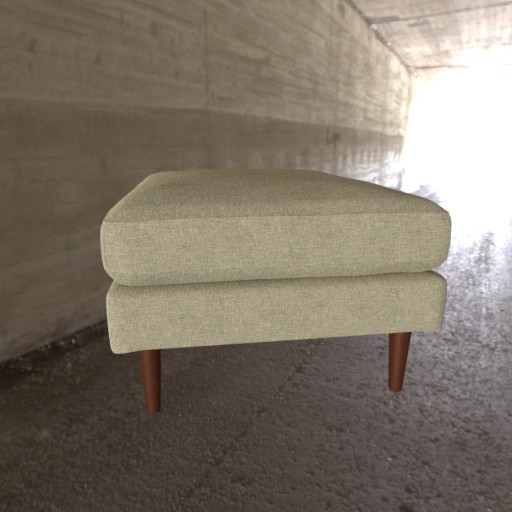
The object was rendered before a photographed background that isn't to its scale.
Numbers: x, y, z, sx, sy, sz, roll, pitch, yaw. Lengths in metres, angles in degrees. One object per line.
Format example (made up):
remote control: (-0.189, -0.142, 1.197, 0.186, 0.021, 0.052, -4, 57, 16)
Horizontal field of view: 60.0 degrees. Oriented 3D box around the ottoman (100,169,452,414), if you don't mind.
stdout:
ottoman: (0.000, 0.000, 1.257, 0.693, 0.474, 0.821, -2, 15, -9)
